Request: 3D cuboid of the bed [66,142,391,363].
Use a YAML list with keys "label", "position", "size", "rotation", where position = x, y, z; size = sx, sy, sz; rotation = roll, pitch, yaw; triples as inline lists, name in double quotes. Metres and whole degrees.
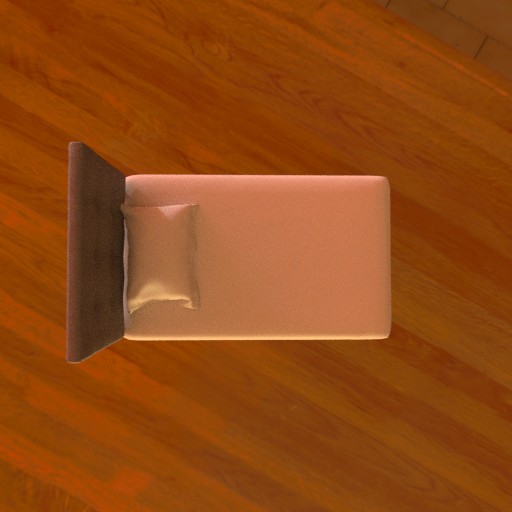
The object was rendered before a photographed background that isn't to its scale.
- label: "bed"
  position: [0.000, 0.000, 3.057]
  size: [1.997, 1.571, 1.261]
  rotation: [0, 88, -1]
